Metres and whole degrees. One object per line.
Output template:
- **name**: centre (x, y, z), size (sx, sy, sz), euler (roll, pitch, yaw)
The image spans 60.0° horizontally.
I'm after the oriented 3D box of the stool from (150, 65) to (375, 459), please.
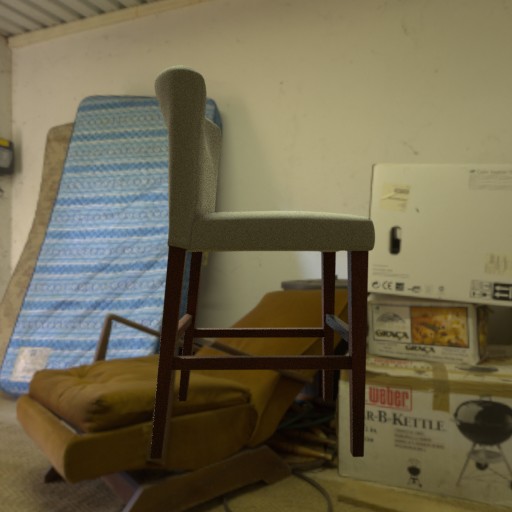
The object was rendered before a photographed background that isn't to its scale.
- **stool**: centre (0.000, 0.000, 1.279), size (0.568, 0.968, 0.479), euler (0, 0, -1)
